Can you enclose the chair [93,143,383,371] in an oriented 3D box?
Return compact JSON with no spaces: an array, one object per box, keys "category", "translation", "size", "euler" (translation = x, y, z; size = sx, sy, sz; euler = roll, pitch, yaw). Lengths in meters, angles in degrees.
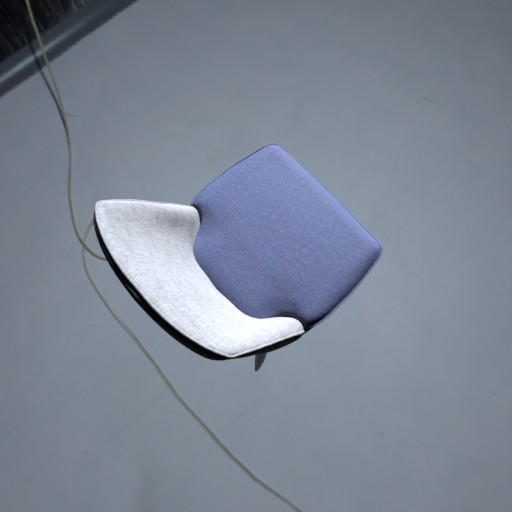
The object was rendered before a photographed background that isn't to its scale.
[{"category":"chair","translation":[0.000,0.000,1.174],"size":[0.550,0.855,0.488],"euler":[-41,79,-10]}]
